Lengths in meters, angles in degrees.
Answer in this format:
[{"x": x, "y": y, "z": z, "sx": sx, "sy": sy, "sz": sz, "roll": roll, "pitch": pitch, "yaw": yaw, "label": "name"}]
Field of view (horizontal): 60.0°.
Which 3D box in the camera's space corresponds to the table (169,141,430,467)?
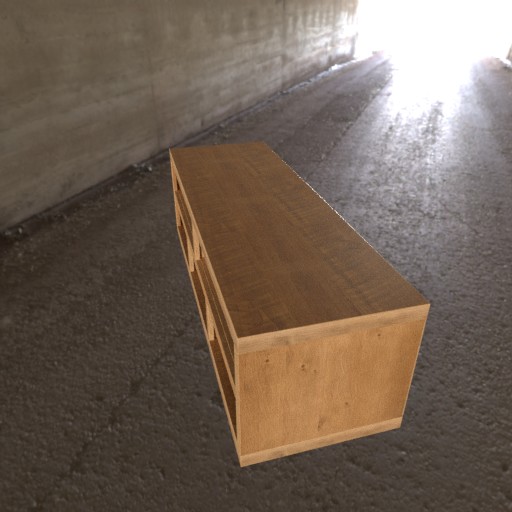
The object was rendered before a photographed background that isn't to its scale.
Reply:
[{"x": 0.000, "y": 0.000, "z": 1.799, "sx": 0.499, "sy": 0.491, "sz": 1.499, "roll": -8, "pitch": 31, "yaw": -13, "label": "table"}]
